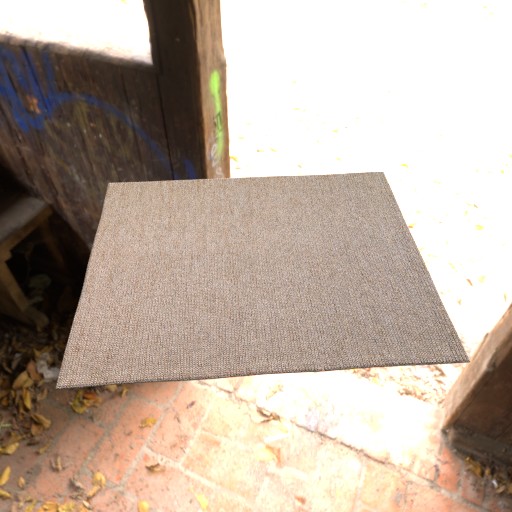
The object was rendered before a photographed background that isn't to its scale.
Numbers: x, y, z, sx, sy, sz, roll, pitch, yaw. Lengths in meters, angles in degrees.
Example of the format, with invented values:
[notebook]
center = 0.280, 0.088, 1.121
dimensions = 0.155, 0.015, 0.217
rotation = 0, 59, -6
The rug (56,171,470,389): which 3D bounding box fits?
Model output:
[rug]
center = 0.000, 0.000, 4.052
dimensions = 3.034, 0.012, 2.406
rotation = -3, 46, -3
